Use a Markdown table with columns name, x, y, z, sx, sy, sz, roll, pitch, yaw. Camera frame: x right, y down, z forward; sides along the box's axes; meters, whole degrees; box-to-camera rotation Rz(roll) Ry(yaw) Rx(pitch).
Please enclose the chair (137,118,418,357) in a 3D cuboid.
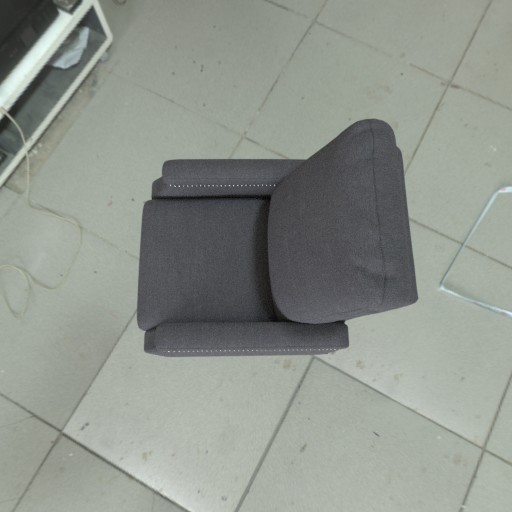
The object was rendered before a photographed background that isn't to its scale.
| name | x | y | z | sx | sy | sz | roll | pitch | yaw |
| --- | --- | --- | --- | --- | --- | --- | --- | --- | --- |
| chair | 0.000 | 0.000 | 1.677 | 0.922 | 1.049 | 0.710 | -1 | 75 | 0 |
